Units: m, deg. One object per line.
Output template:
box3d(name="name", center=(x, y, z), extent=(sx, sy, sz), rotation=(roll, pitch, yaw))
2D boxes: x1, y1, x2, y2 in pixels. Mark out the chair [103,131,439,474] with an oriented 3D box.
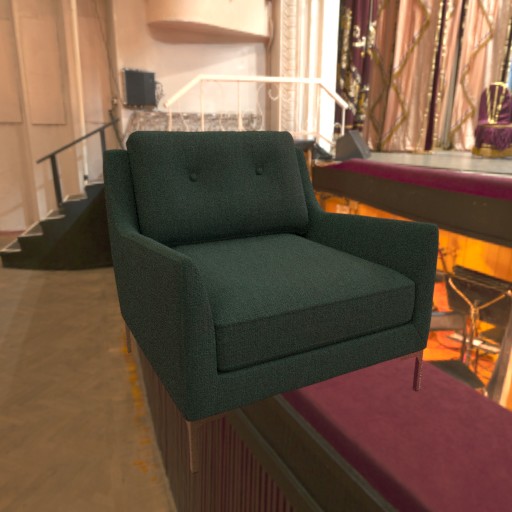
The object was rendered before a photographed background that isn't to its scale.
box3d(name="chair", center=(0.000, 0.000, 1.520), extent=(0.847, 0.828, 0.849), rotation=(-8, 18, -27))
